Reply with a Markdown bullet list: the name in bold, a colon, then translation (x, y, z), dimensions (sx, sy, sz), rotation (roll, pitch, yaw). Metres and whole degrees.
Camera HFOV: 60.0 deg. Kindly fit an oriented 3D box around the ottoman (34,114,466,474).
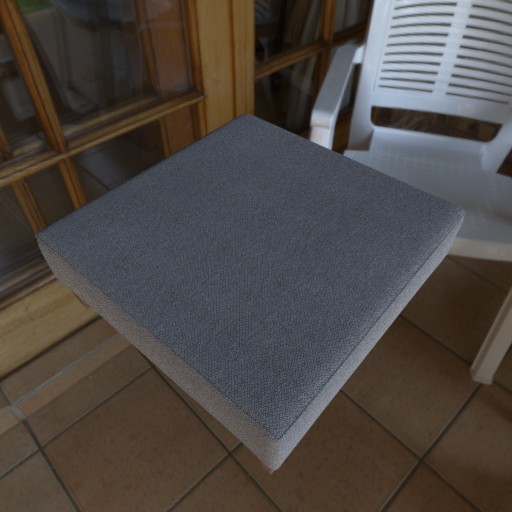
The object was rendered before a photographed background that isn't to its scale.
- **ottoman**: translation (0.000, 0.000, 1.492), dimensions (0.970, 0.378, 0.981), rotation (32, 54, 27)
